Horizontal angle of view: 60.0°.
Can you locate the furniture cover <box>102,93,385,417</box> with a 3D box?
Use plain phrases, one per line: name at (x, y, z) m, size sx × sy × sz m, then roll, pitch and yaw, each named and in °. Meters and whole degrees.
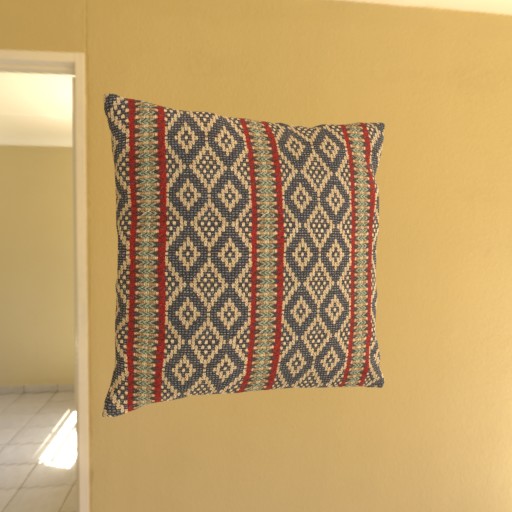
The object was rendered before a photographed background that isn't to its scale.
furniture cover at (0.000, 0.000, 0.654) m, size 0.431 × 0.431 × 0.139 m, roll 0°, pitch 1°, yaw -18°
